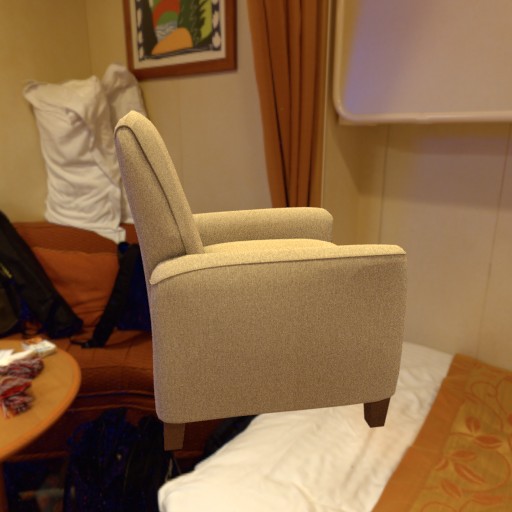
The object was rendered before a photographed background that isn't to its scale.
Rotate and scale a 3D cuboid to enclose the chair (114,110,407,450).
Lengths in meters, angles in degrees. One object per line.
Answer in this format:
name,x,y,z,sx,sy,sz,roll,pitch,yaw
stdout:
chair,0.000,0.000,1.640,0.864,1.014,0.848,-3,15,-9
